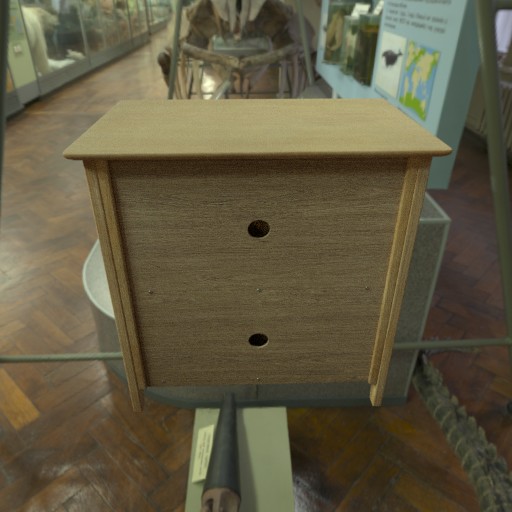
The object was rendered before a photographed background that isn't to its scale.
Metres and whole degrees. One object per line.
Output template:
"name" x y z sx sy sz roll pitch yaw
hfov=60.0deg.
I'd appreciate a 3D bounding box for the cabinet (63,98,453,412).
"cabinet" 0.000 0.000 1.264 0.763 0.762 0.503 -1 31 -2
